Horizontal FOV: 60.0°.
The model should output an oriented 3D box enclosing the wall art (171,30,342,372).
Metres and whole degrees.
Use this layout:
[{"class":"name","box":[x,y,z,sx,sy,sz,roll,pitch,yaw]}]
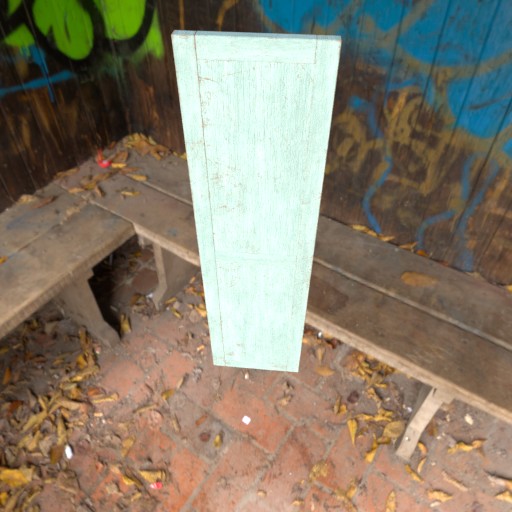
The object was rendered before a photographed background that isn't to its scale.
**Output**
[{"class":"wall art","box":[0.000,0.000,1.293,0.329,1.219,0.025,4,45,4]}]
